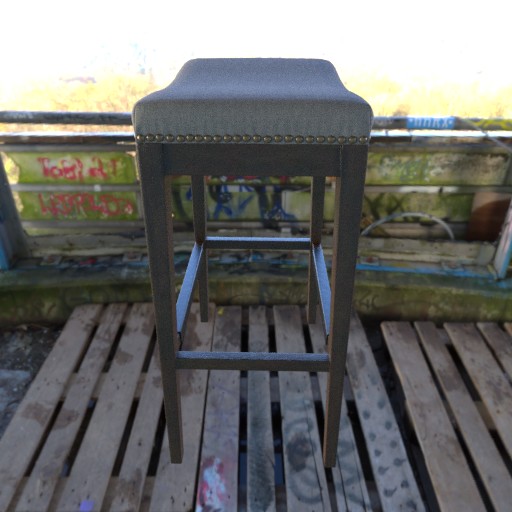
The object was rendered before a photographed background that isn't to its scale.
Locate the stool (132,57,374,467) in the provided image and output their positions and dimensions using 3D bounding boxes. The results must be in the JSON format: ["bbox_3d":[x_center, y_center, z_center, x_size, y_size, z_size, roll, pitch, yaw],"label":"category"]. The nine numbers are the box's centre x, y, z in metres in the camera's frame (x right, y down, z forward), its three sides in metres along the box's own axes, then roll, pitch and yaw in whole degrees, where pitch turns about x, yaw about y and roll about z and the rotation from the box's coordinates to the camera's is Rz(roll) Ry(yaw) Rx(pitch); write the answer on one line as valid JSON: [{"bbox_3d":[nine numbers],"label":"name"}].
[{"bbox_3d":[0.000,0.000,0.983,0.356,0.762,0.508,1,31,1],"label":"stool"}]
